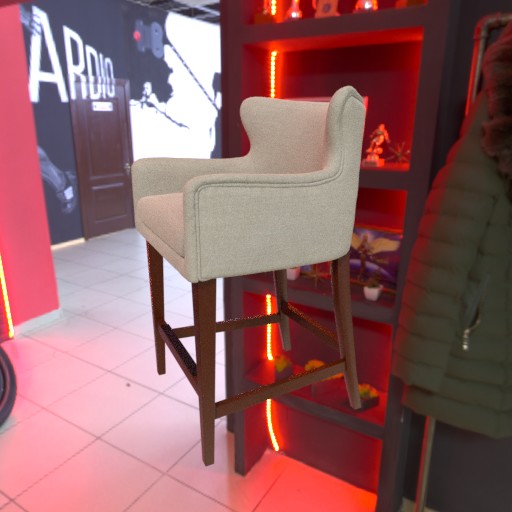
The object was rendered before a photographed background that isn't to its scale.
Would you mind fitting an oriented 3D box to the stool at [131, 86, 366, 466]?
[{"bbox_3d":[0.000,0.000,1.413,0.637,0.987,0.615,-8,18,-25],"label":"stool"}]
